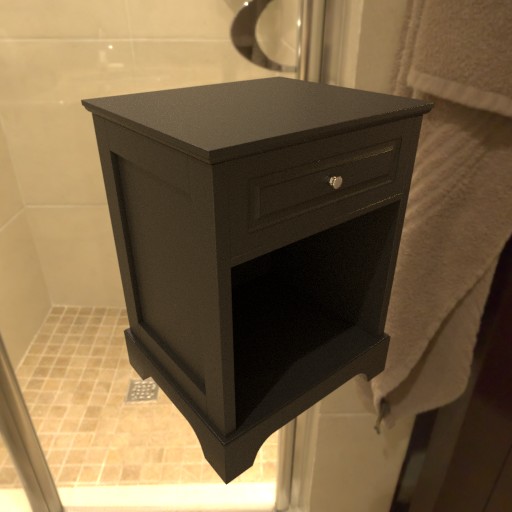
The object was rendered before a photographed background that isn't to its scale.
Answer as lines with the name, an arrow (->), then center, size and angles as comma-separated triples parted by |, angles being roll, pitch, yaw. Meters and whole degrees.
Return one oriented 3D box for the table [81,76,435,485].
table -> 0.000, 0.000, 0.908 | 0.460, 0.610, 0.399 | -22, 36, -33
